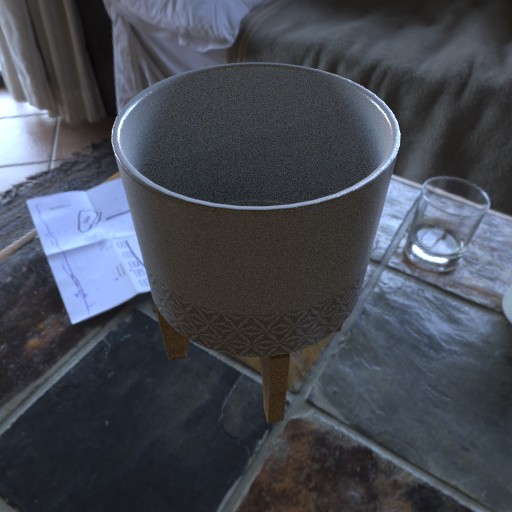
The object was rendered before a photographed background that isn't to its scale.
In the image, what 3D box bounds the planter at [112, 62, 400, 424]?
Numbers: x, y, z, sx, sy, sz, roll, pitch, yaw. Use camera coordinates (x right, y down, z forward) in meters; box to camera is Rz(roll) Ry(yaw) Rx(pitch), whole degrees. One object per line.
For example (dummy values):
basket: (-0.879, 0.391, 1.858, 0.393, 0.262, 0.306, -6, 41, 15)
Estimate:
planter: (0.000, 0.000, 0.513, 0.249, 0.343, 0.249, 0, 46, 0)
